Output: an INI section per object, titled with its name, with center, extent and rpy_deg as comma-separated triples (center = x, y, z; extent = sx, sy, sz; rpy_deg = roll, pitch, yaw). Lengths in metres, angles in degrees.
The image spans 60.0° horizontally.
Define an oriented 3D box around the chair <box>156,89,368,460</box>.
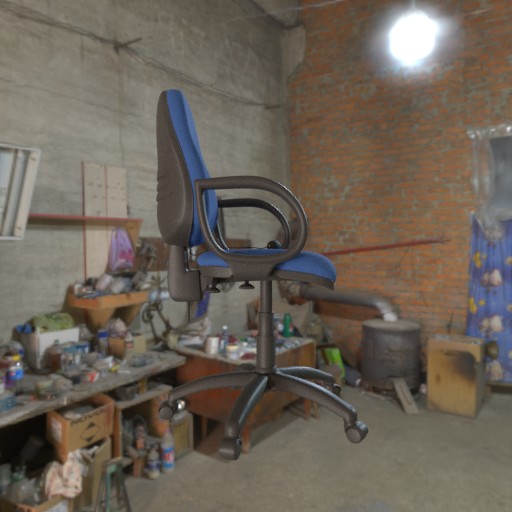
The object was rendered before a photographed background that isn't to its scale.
[chair]
center = 0.000, 0.000, 1.239
extent = 0.549, 0.905, 0.552
rpy_deg = 0, 1, -1
